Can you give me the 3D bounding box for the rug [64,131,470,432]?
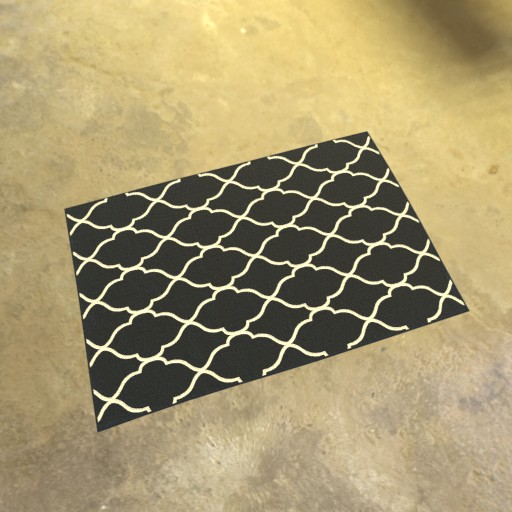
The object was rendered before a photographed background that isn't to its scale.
[{"bbox_3d":[0.000,0.000,2.891,2.294,0.014,1.528,-16,64,-8],"label":"rug"}]
